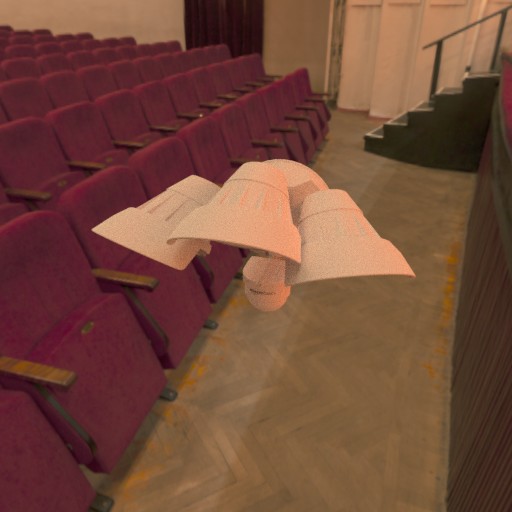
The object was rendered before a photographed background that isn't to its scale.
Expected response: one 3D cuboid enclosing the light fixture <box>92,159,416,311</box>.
[{"bbox_3d":[0.000,0.000,0.554,0.369,0.237,0.278,8,30,15],"label":"light fixture"}]
